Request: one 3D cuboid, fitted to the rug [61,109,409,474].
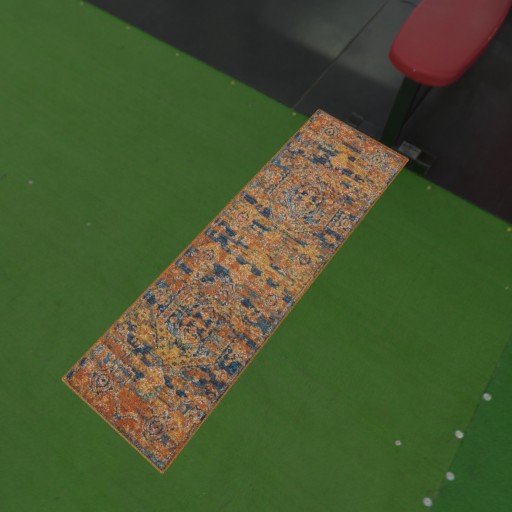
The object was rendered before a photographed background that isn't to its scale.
[{"bbox_3d":[0.000,0.000,2.007,0.556,0.013,1.820,35,69,16],"label":"rug"}]
